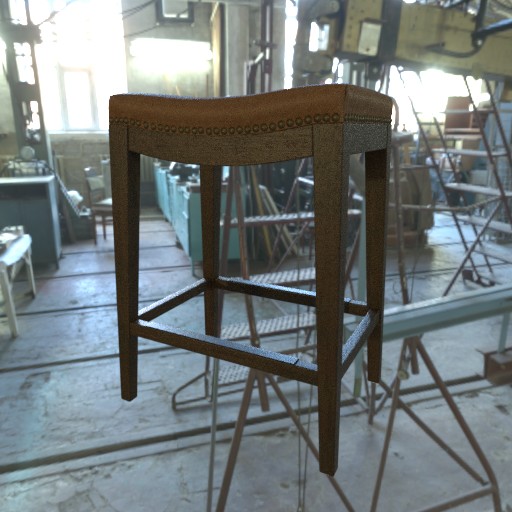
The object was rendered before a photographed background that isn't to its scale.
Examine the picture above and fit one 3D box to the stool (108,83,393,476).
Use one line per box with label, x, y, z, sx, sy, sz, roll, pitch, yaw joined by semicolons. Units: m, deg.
stool;0.000;0.000;0.953;0.500;0.660;0.361;8;18;27
